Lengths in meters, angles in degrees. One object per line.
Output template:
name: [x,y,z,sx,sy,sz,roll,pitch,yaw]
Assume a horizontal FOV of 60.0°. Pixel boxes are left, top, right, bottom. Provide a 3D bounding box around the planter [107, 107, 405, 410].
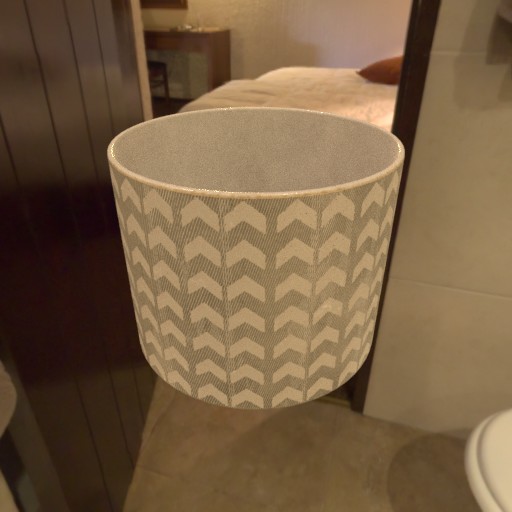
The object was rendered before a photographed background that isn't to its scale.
planter: [0.000,0.000,0.448,0.250,0.239,0.250,0,31,0]
